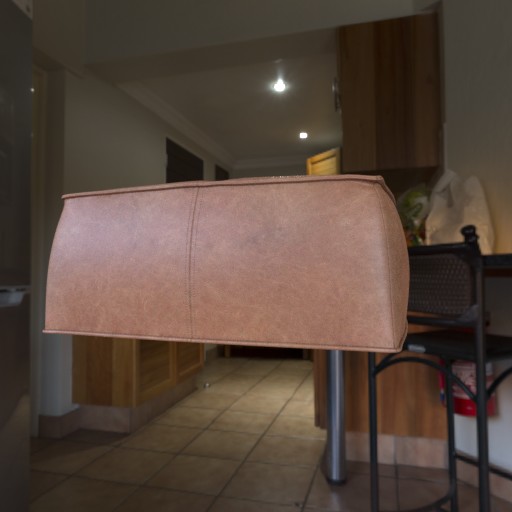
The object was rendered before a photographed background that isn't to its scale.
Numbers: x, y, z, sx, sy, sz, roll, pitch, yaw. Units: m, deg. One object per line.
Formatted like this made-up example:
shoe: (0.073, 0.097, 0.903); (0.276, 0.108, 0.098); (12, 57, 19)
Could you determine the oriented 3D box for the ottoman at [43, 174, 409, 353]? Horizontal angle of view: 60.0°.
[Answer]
ottoman: (0.000, 0.000, 1.381); (0.901, 0.395, 0.902); (0, -1, 18)
